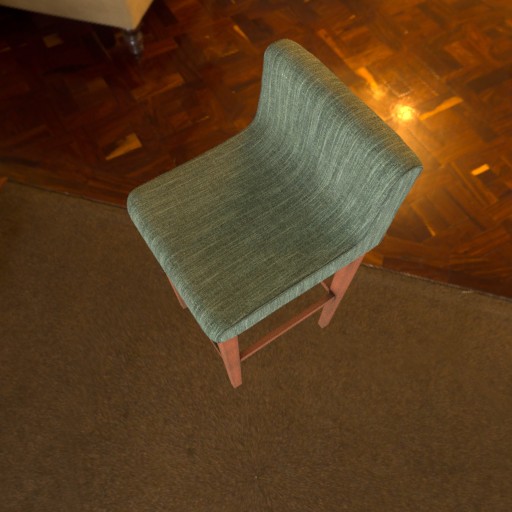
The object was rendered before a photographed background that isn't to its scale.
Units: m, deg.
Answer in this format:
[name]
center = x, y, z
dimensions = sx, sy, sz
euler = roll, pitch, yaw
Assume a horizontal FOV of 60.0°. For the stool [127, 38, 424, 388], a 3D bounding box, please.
[stool]
center = 0.000, 0.000, 1.254
dimensions = 0.499, 0.965, 0.426
euler = -31, 68, -15
